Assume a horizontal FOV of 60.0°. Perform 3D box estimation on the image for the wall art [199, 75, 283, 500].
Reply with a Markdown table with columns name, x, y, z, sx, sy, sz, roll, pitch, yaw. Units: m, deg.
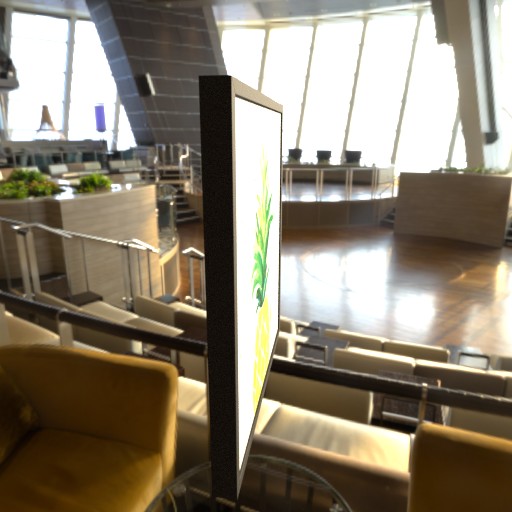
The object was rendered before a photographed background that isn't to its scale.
| name | x | y | z | sx | sy | sz | roll | pitch | yaw |
| --- | --- | --- | --- | --- | --- | --- | --- | --- | --- |
| wall art | 0.000 | 0.000 | 0.743 | 0.033 | 0.507 | 0.508 | 2 | 16 | 9 |
